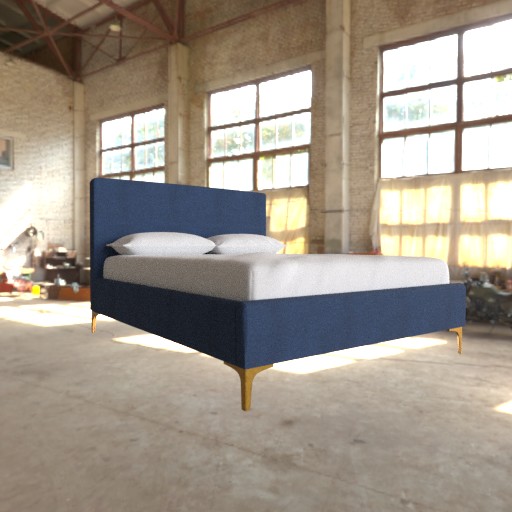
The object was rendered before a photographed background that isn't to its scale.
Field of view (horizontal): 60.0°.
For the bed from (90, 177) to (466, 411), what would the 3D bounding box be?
[{"bbox_3d":[0.000,0.000,3.164,1.723,1.231,2.172,-1,1,-36],"label":"bed"}]
